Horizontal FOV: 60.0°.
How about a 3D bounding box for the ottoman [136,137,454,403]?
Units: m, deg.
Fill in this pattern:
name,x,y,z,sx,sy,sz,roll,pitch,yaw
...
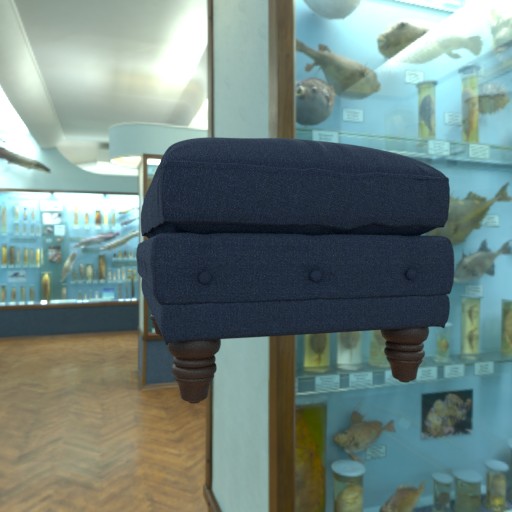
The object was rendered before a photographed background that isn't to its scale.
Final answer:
name,x,y,z,sx,sy,sz,roll,pitch,yaw
ottoman,0.000,0.000,1.109,0.558,0.486,0.767,0,1,-17
